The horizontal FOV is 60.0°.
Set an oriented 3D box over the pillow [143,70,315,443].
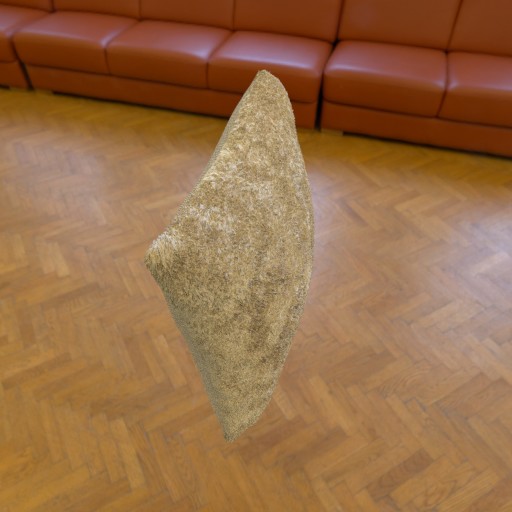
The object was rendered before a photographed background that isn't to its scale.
[{"bbox_3d":[0.000,0.000,0.843,0.218,0.515,0.529,11,48,10],"label":"pillow"}]
